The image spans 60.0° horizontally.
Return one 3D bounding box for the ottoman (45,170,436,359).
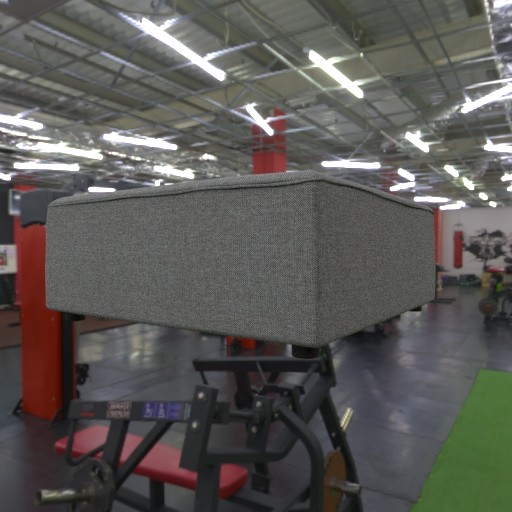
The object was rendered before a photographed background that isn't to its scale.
[{"bbox_3d":[0.000,0.000,1.581,1.017,0.423,1.023,1,1,35],"label":"ottoman"}]
